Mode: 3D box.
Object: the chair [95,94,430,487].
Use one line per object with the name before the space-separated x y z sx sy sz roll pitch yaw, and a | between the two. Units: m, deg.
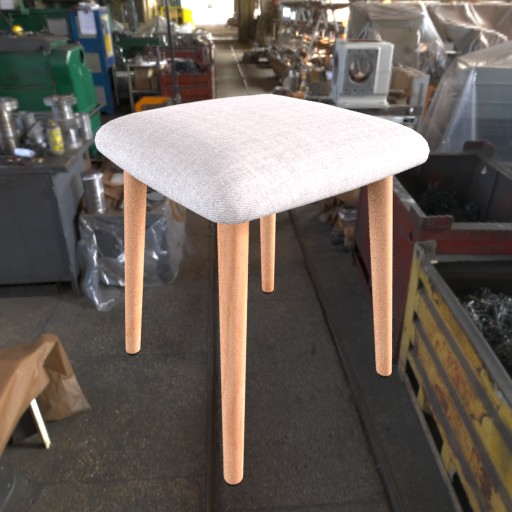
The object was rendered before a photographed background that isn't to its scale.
chair | 0.000 0.000 0.688 0.350 0.440 0.350 -21 36 -32
